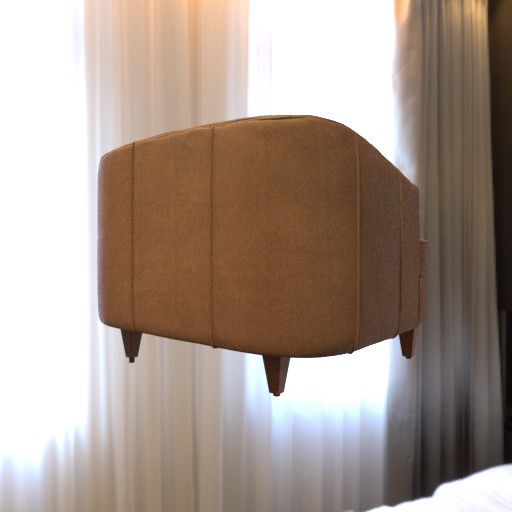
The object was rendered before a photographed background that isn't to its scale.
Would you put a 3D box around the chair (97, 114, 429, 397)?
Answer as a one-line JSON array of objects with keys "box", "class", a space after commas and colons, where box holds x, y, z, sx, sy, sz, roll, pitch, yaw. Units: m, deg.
[{"box": [0.000, 0.000, 1.724, 1.118, 0.787, 0.914, 0, 1, 36], "class": "chair"}]
